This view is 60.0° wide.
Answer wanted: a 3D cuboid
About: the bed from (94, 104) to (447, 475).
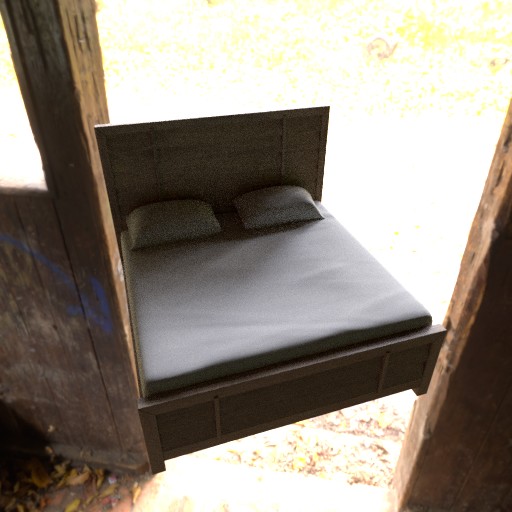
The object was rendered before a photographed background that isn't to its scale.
[{"bbox_3d":[0.000,0.000,3.405,2.032,1.626,2.032,-10,35,-15],"label":"bed"}]
